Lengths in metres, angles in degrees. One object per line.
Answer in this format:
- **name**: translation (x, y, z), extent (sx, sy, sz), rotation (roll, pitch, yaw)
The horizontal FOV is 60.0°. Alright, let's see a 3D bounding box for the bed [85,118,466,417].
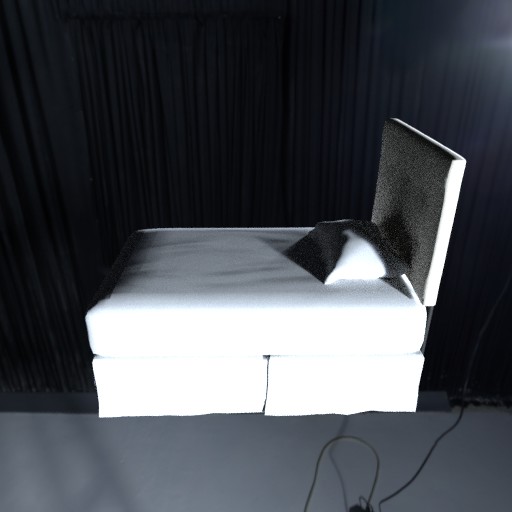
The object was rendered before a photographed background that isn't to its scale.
- **bed**: translation (0.000, 0.000, 2.912), extent (1.997, 1.571, 1.261), rotation (0, 27, -1)
